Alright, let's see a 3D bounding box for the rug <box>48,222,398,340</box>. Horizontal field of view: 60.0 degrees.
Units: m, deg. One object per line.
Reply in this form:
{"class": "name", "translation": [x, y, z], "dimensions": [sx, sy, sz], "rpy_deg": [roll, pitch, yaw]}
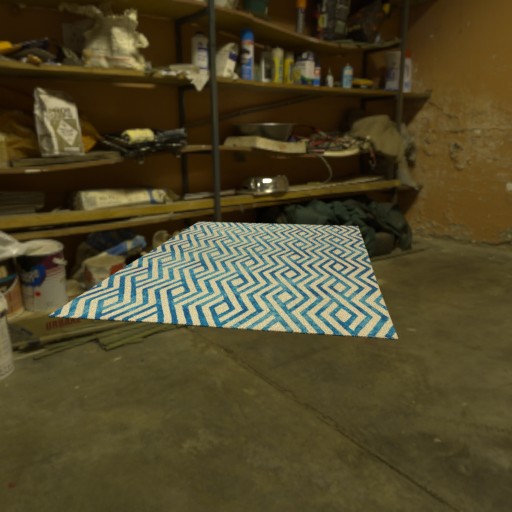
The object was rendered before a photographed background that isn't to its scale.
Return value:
{"class": "rug", "translation": [0.000, 0.000, 3.049], "dimensions": [1.531, 0.008, 2.439], "rpy_deg": [2, 15, 9]}
